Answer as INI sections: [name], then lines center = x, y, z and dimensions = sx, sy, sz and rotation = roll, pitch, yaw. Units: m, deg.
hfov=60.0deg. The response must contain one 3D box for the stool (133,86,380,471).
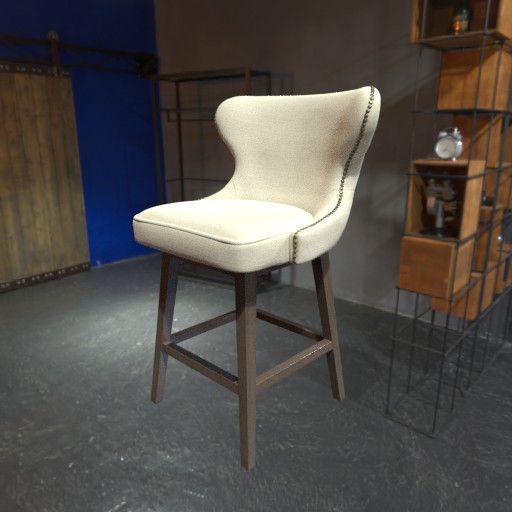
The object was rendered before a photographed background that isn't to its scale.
[stool]
center = 0.000, 0.000, 1.358
dimensions = 0.615, 0.972, 0.597
rotation = 15, 21, 42
